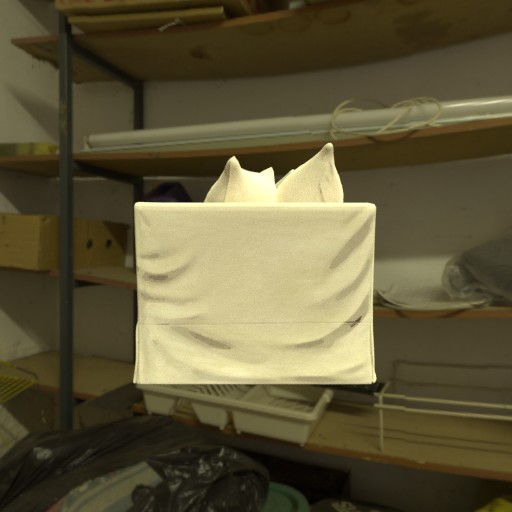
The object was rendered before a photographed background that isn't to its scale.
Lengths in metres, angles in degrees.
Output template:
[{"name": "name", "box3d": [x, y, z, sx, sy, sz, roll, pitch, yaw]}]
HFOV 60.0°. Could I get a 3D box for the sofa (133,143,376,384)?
[{"name": "sofa", "box3d": [0.000, 0.000, 3.008, 1.030, 1.042, 2.484, 0, 0, 0]}]
